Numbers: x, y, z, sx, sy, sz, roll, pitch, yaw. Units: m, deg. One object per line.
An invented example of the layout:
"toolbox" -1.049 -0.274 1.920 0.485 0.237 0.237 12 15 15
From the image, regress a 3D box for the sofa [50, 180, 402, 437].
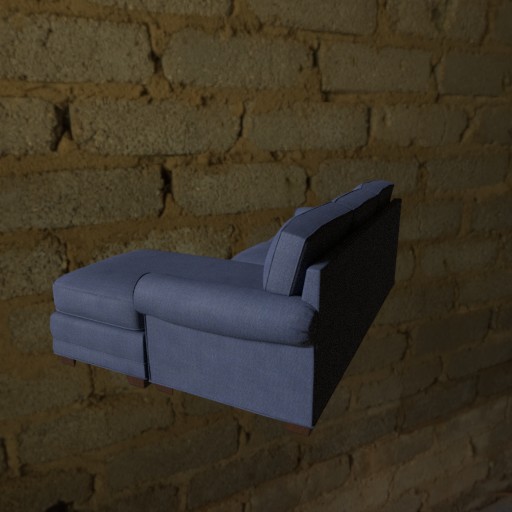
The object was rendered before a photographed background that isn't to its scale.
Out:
"sofa" 0.000 0.000 3.427 1.780 1.063 2.567 8 18 25
